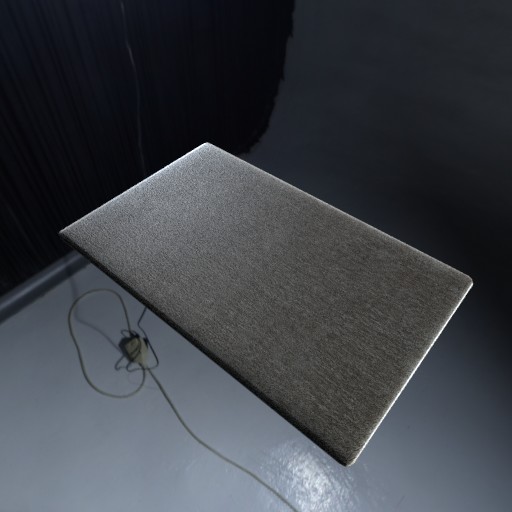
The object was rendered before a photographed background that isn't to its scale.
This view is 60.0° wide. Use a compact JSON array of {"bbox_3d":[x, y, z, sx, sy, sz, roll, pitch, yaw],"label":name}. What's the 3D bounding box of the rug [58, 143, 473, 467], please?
[{"bbox_3d":[0.000,0.000,3.046,2.469,0.024,1.539,32,55,26],"label":"rug"}]
